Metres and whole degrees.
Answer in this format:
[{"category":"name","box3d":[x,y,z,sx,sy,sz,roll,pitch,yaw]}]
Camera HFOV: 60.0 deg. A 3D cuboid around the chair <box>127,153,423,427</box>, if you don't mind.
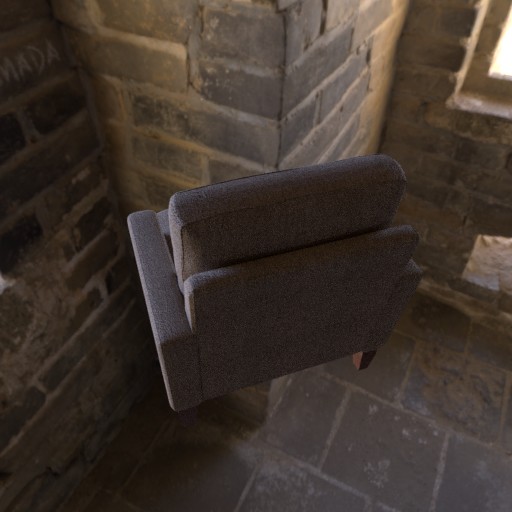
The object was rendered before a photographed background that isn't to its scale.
[{"category":"chair","box3d":[0.000,0.000,1.667,0.855,0.993,0.897,-13,42,-15]}]
